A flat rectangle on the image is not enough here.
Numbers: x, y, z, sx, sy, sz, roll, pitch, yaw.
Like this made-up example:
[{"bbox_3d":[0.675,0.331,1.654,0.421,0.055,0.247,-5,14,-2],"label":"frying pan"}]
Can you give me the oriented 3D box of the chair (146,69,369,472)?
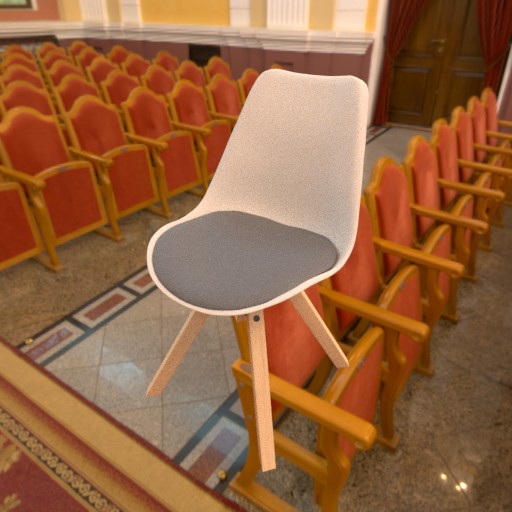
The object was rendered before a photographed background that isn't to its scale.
[{"bbox_3d":[0.000,0.000,1.170,0.485,0.850,0.550,19,35,30],"label":"chair"}]
